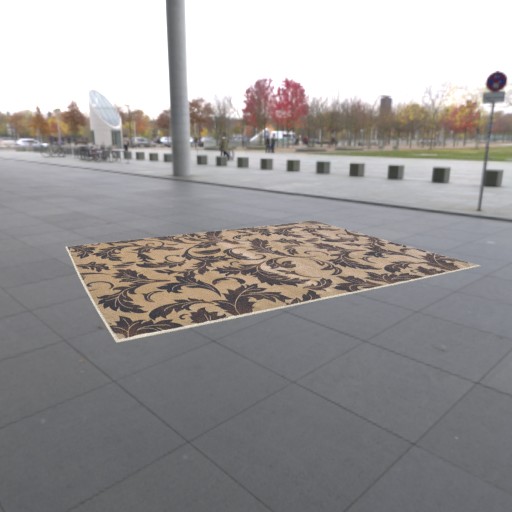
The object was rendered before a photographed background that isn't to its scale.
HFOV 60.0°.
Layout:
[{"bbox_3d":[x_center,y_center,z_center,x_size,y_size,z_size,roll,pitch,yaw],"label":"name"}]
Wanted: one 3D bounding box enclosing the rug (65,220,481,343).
[{"bbox_3d":[0.000,0.000,3.990,2.977,0.008,2.380,-8,17,-28],"label":"rug"}]
